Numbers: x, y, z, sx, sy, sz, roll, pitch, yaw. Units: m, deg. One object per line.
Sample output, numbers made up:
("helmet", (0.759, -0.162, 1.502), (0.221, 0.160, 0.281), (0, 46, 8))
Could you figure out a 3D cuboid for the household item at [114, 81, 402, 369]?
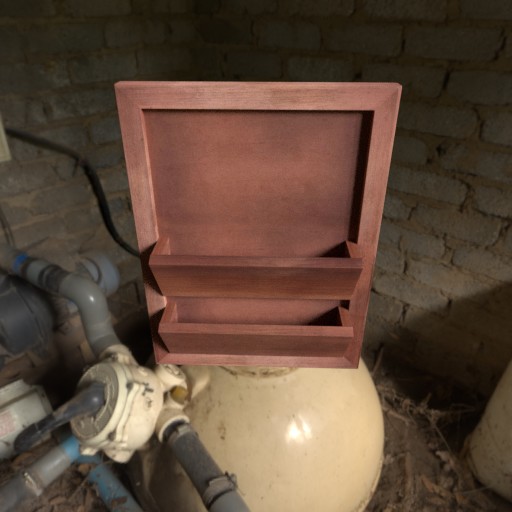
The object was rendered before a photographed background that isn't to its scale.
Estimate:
("household item", (0.000, 0.000, 0.564), (0.310, 0.407, 0.067), (1, 30, 2))
